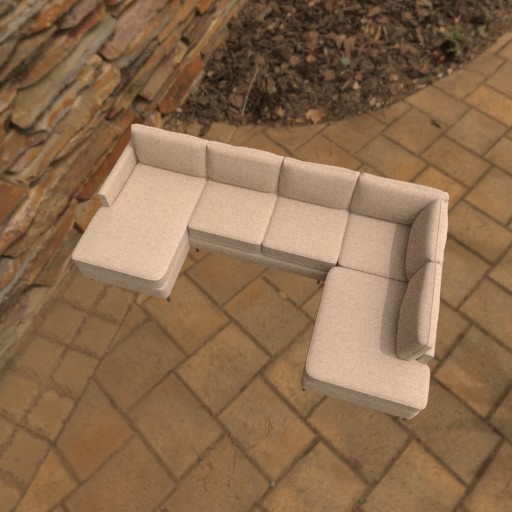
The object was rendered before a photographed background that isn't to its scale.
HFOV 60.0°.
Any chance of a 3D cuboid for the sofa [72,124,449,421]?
[{"bbox_3d":[0.000,0.000,4.287,3.423,0.996,2.021,14,60,8],"label":"sofa"}]
